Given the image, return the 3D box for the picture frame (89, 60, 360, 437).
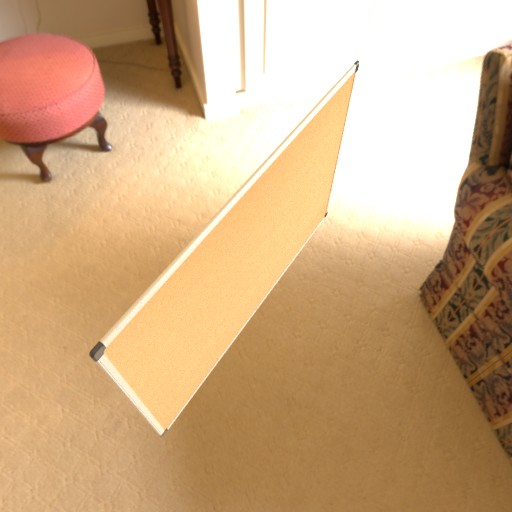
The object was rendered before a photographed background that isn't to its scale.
[{"bbox_3d":[0.000,0.000,1.119,0.010,0.600,0.900,29,61,18],"label":"picture frame"}]
